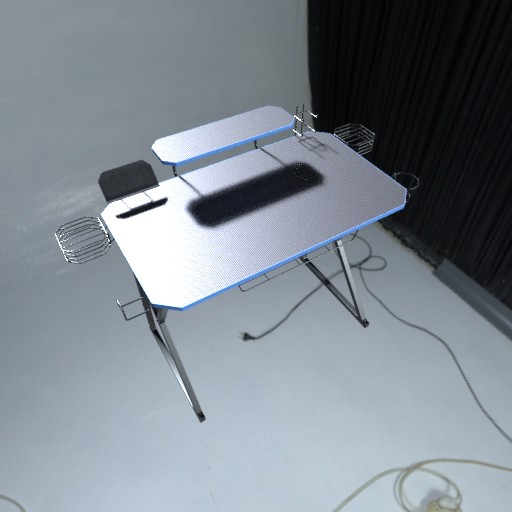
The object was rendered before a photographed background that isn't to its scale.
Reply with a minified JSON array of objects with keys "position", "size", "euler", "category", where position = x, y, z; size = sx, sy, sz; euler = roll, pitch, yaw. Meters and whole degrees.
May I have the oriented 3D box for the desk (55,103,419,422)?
[{"position":[0.000,0.000,1.767],"size":[1.295,0.909,0.594],"euler":[-24,51,-21],"category":"desk"}]
